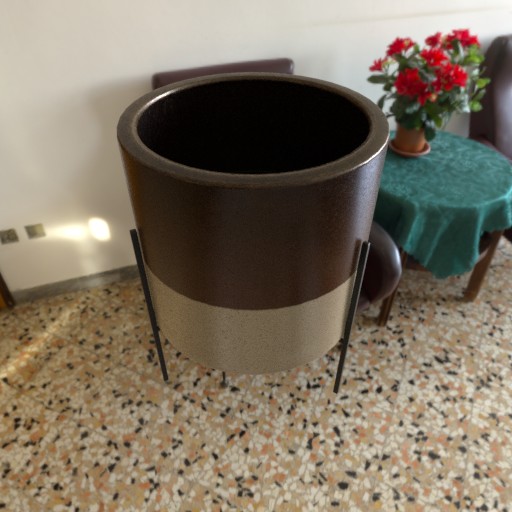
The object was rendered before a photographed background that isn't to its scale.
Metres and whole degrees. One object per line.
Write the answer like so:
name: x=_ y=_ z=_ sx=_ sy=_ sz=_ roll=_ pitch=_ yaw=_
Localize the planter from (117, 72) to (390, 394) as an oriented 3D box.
planter: x=0.000 y=0.000 z=0.713 sx=0.354 sy=0.465 sz=0.345 roll=24 pitch=46 yaw=26
